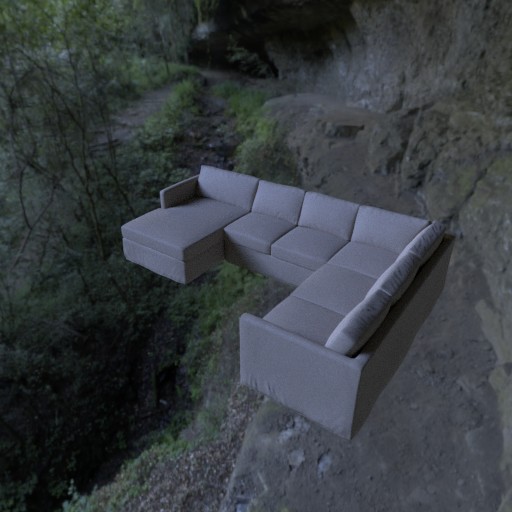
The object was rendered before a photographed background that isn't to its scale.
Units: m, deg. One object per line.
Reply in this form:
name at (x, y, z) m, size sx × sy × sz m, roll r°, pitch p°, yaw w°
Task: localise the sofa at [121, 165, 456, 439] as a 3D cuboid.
sofa at (0.000, 0.000, 4.783) m, size 3.528 × 0.878 × 2.476 m, roll 20°, pitch 35°, yaw 30°
